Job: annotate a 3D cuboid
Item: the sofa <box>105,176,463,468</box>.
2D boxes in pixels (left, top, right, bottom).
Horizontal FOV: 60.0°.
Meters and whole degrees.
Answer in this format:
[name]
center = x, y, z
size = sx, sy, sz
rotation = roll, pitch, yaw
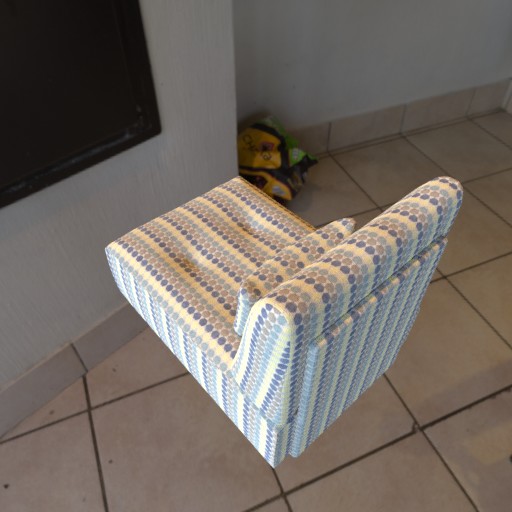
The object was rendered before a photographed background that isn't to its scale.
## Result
[sofa]
center = 0.000, 0.000, 1.544
size = 0.700, 0.820, 1.000
rotation = -33, 55, -27
